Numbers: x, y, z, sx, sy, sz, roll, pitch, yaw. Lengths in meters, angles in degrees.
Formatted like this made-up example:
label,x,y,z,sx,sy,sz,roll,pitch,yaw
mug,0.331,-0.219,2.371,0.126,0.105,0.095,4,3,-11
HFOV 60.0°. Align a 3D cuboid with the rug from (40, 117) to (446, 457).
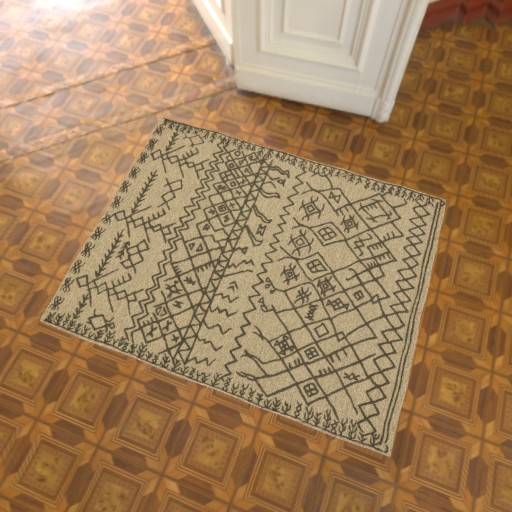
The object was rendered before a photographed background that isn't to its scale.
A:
label,x,y,z,sx,sy,sz,roll,pitch,yaw
rug,0.000,0.000,3.235,2.455,0.025,1.964,18,65,9
